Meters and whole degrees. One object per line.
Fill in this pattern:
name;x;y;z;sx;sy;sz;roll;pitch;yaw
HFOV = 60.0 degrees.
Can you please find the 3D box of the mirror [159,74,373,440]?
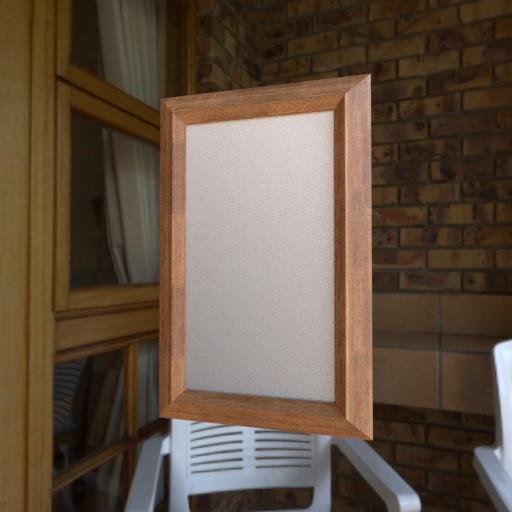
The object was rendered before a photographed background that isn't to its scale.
mirror;0.000;0.000;1.291;0.651;1.010;0.047;0;-1;17
